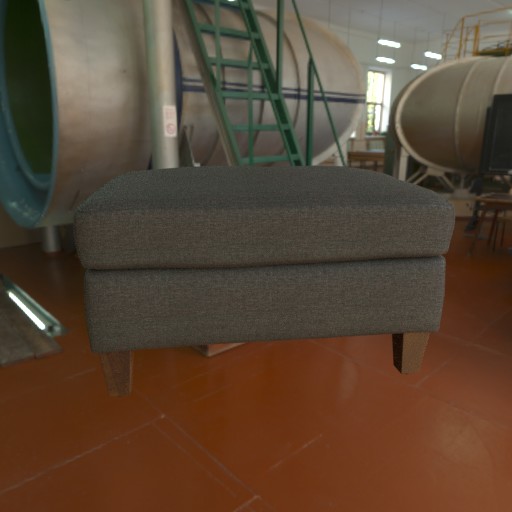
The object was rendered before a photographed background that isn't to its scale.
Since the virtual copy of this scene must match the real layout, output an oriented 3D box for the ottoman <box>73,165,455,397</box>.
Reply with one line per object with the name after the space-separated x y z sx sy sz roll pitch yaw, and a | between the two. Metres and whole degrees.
0.000 0.000 1.254 0.826 0.496 0.639 -2 16 -8 | ottoman
